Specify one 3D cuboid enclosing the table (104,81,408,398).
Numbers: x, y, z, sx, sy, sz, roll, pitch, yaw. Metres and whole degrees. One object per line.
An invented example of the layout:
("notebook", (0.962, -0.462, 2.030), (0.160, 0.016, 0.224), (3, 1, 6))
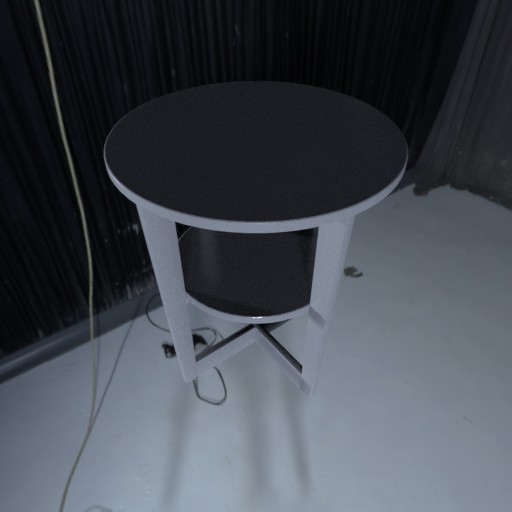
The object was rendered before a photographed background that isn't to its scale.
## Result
("table", (0.000, 0.000, 0.931), (0.500, 0.550, 0.500), (0, 41, 0))
